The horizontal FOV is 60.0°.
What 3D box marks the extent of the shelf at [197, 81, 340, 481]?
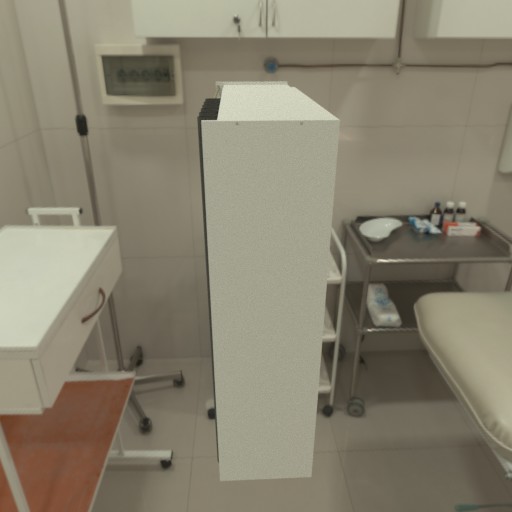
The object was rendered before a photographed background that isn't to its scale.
[{"bbox_3d":[0.000,0.000,2.631,0.500,1.810,1.600,-1,26,-3],"label":"shelf"}]
